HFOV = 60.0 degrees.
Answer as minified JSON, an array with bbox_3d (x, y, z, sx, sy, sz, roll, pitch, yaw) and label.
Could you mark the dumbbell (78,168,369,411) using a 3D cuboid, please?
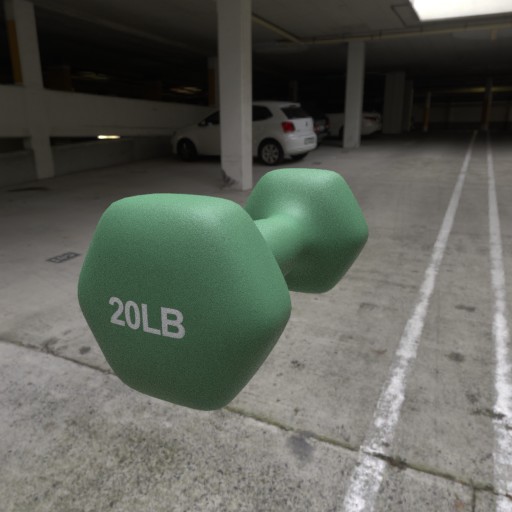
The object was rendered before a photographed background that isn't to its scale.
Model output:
[{"bbox_3d":[0.000,0.000,0.330,0.126,0.114,0.257,7,17,25],"label":"dumbbell"}]
